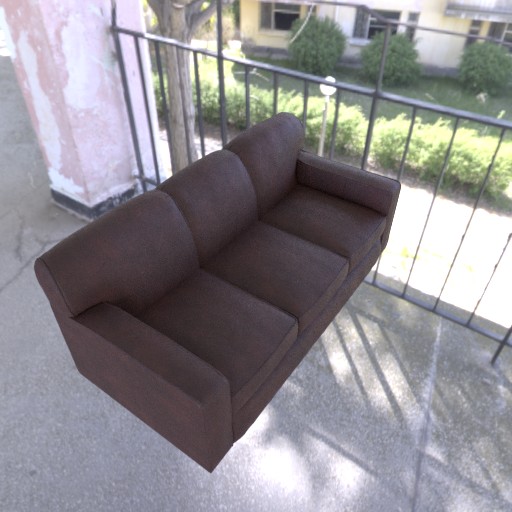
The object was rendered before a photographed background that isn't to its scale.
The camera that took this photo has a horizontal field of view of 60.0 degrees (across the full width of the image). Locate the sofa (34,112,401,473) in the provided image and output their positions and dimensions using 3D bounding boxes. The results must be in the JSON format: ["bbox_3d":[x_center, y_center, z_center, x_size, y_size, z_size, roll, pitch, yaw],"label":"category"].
[{"bbox_3d":[0.000,0.000,2.587,1.008,0.953,2.039,25,46,26],"label":"sofa"}]
